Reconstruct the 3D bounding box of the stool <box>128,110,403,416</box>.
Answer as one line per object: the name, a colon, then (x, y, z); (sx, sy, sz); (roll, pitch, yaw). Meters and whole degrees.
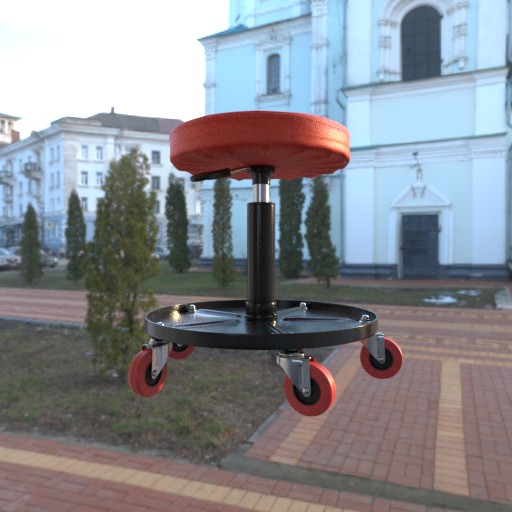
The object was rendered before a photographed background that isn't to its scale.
stool: (0.000, 0.000, 0.676); (0.381, 0.365, 0.382); (1, 1, 36)
